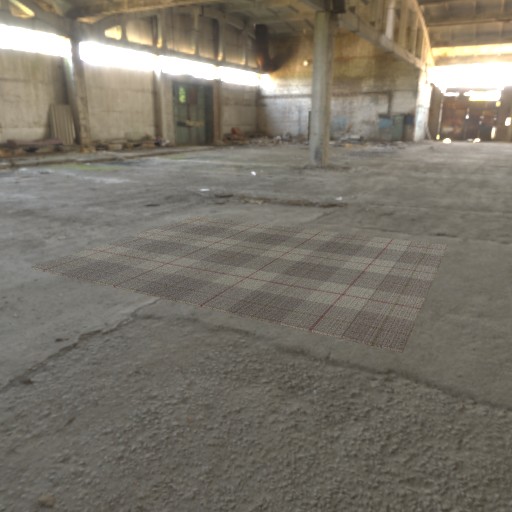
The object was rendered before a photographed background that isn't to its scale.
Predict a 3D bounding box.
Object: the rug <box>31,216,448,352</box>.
[{"bbox_3d":[0.000,0.000,3.954,2.959,0.016,2.317,9,19,27],"label":"rug"}]
